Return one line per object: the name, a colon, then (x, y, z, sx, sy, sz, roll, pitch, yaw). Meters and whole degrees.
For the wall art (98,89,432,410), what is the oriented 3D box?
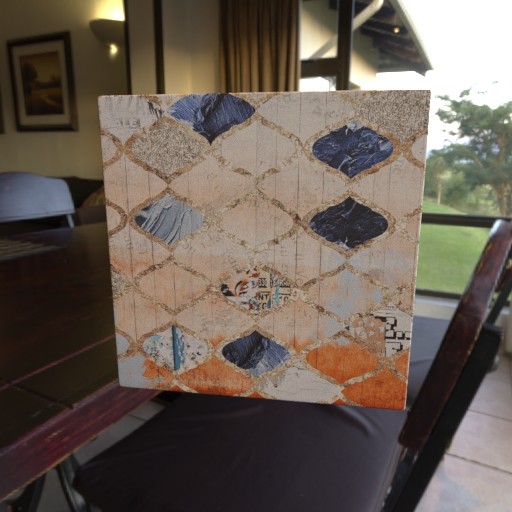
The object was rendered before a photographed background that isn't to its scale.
wall art: (0.000, 0.000, 1.316, 0.912, 0.914, 0.039, 2, 13, 9)
